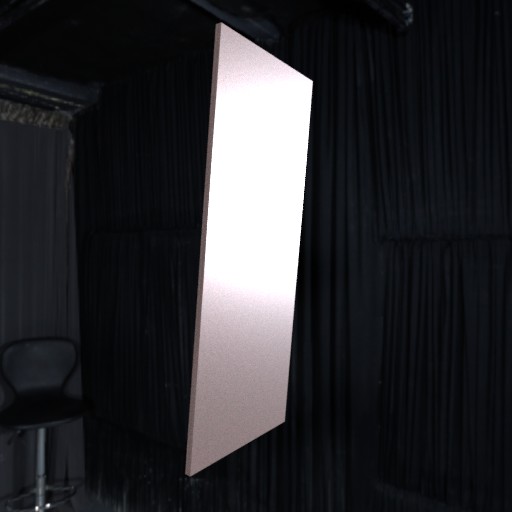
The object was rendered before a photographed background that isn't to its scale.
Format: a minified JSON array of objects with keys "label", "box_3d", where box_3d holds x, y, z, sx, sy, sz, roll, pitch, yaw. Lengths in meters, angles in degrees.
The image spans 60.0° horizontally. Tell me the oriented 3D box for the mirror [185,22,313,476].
[{"label":"mirror","box_3d":[0.000,0.000,2.309,0.221,2.020,0.812,0,1,36]}]
